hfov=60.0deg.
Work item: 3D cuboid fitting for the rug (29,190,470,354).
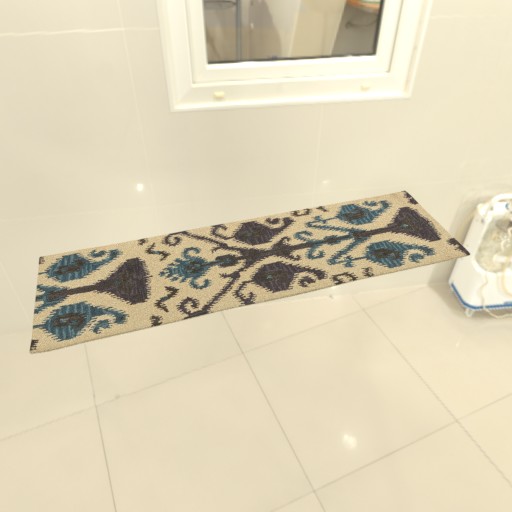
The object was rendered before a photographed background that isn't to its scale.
[{"bbox_3d":[0.000,0.000,2.457,2.301,0.017,0.692,-11,42,-13],"label":"rug"}]
